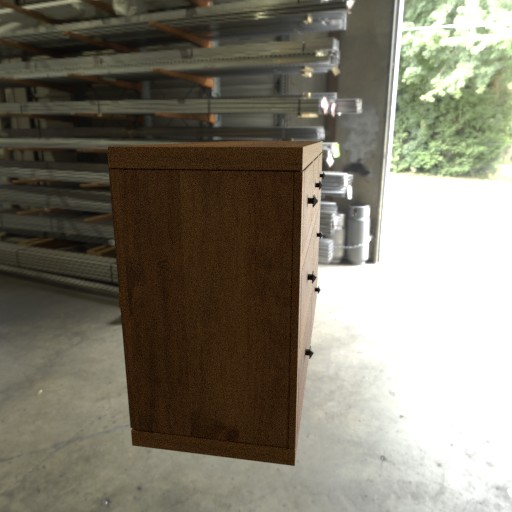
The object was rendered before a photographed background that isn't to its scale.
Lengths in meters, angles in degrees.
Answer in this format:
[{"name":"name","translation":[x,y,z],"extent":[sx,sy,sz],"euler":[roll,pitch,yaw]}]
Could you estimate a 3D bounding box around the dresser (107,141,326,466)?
[{"name":"dresser","translation":[0.000,0.000,1.668],"extent":[0.479,0.825,1.261],"euler":[3,15,10]}]
